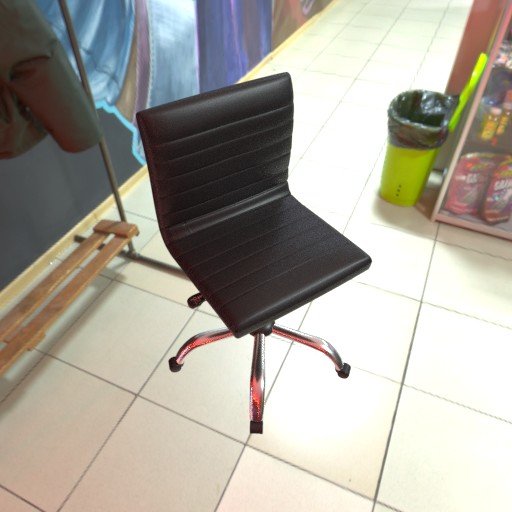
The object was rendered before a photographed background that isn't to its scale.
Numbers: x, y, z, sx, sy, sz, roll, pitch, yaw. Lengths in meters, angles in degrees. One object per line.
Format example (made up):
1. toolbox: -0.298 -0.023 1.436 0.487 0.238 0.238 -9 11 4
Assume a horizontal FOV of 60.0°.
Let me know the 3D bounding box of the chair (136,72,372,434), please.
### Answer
1. chair: 0.000 0.000 1.156 0.556 0.780 0.530 -25 49 -23
